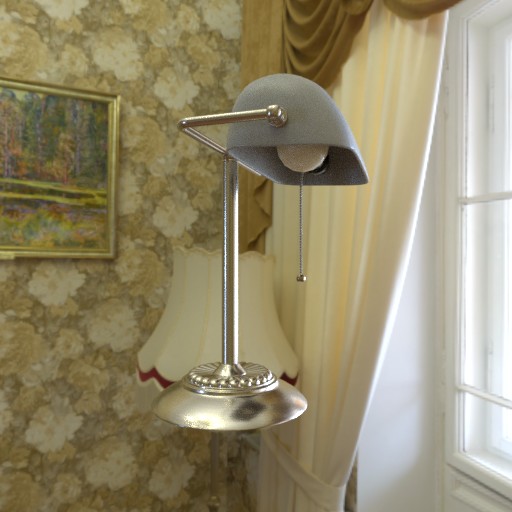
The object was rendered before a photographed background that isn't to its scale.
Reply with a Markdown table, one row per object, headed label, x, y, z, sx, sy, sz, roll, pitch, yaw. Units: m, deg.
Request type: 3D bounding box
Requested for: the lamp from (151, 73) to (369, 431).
| label | x | y | z | sx | sy | sz | roll | pitch | yaw |
| --- | --- | --- | --- | --- | --- | --- | --- | --- | --- |
| lamp | 0.000 | 0.000 | 0.507 | 0.243 | 0.339 | 0.264 | 0 | 0 | 18 |
